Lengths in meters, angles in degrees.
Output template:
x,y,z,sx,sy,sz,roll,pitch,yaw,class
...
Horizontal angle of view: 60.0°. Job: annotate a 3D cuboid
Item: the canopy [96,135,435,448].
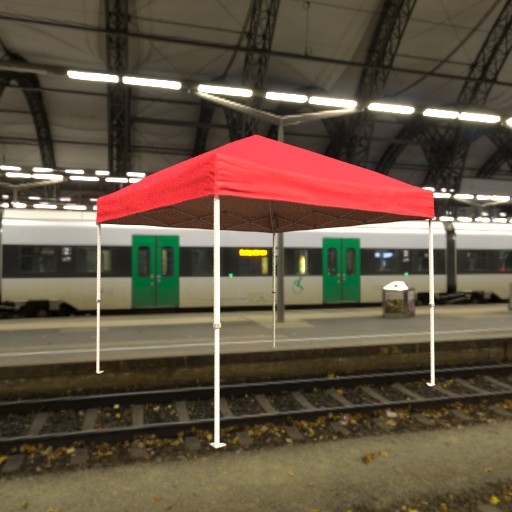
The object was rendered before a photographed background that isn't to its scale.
x,y,z,sx,sy,sz,roll,pitch,yaw,class
0.000,0.000,5.459,2.998,2.997,2.996,1,-1,-37,canopy
